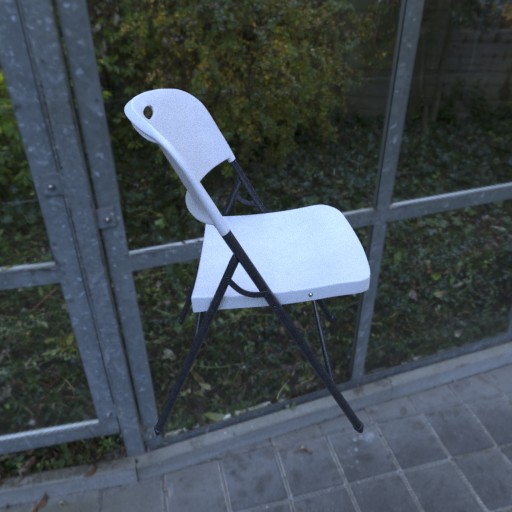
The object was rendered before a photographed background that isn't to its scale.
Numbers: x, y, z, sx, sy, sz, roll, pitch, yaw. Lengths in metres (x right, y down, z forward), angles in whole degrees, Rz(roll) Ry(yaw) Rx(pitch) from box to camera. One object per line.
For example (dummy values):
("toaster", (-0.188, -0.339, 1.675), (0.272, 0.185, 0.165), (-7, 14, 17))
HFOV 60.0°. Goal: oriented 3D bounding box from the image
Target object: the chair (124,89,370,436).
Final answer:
("chair", (0.000, 0.000, 1.182), (0.566, 0.810, 0.494), (0, 30, -1))
